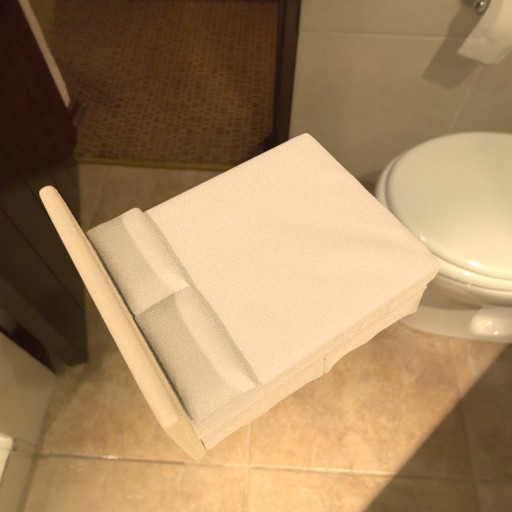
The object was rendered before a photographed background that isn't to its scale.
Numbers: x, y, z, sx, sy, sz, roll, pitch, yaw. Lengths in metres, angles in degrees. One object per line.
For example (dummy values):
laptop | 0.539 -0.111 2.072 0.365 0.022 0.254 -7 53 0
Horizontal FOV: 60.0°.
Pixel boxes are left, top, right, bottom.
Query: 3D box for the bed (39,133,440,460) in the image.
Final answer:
bed | 0.000 0.000 3.182 2.147 1.330 1.714 -30 63 -17
